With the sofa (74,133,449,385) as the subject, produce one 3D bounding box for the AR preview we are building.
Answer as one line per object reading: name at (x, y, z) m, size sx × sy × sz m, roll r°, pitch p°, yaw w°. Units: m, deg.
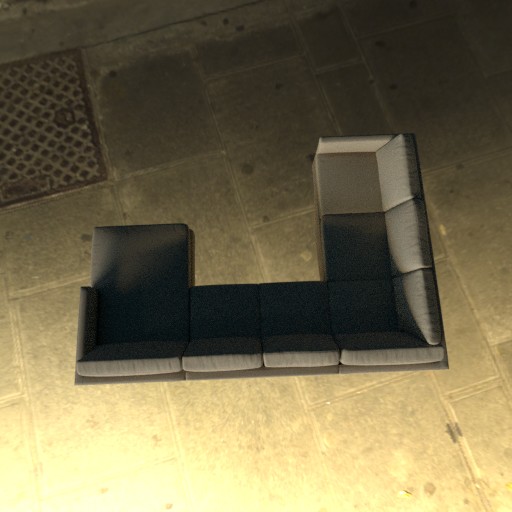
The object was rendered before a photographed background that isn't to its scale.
sofa at (0.000, 0.000, 4.576) m, size 3.460 × 0.882 × 2.427 m, roll -2°, pitch 75°, yaw -1°
